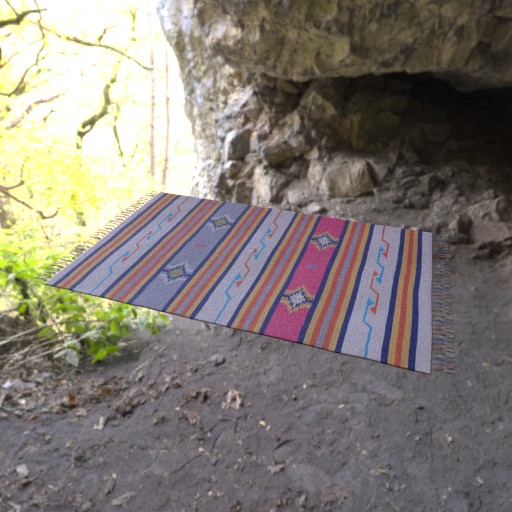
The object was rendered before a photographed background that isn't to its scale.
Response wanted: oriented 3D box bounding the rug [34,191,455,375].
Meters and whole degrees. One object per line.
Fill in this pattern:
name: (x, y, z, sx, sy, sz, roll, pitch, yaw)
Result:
rug: (0.000, 0.000, 2.232, 1.849, 0.013, 1.084, 10, 34, 16)
